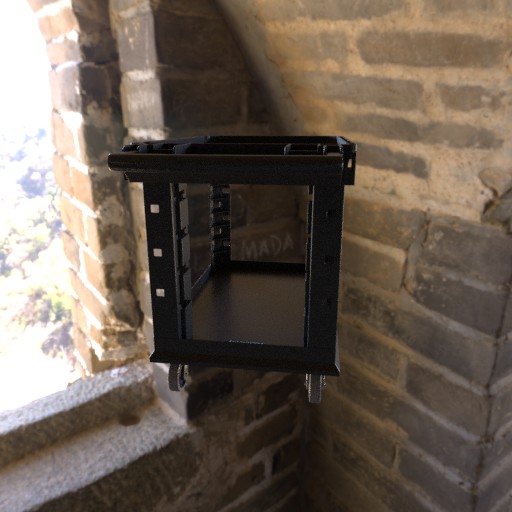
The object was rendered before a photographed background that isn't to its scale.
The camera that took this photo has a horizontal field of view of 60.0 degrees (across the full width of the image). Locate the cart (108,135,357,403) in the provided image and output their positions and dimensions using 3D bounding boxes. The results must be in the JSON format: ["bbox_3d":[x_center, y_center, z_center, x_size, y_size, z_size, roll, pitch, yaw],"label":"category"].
[{"bbox_3d":[0.000,0.000,1.741,0.674,0.884,1.239,2,17,8],"label":"cart"}]
